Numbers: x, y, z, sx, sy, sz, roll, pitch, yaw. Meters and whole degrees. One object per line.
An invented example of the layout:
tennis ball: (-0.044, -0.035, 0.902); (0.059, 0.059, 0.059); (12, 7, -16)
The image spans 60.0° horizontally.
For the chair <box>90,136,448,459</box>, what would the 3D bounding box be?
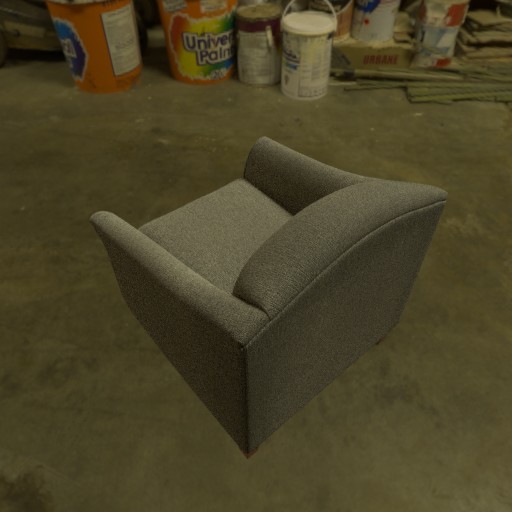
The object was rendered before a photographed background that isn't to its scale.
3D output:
chair: (0.000, 0.000, 1.469); (0.763, 0.839, 0.787); (-32, 53, -27)
